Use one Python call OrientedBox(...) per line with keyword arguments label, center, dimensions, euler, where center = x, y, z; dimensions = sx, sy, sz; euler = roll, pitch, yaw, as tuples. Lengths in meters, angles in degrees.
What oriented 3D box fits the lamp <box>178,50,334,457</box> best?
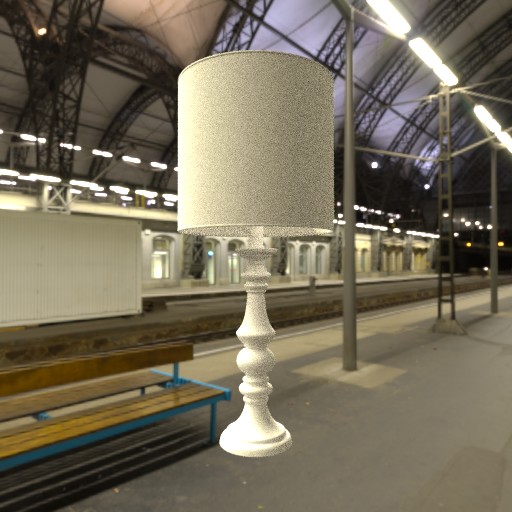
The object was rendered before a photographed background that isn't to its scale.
OrientedBox(label="lamp", center=(0.000, 0.000, 0.718), dimensions=(0.250, 0.597, 0.250), euler=(0, -1, 18))
